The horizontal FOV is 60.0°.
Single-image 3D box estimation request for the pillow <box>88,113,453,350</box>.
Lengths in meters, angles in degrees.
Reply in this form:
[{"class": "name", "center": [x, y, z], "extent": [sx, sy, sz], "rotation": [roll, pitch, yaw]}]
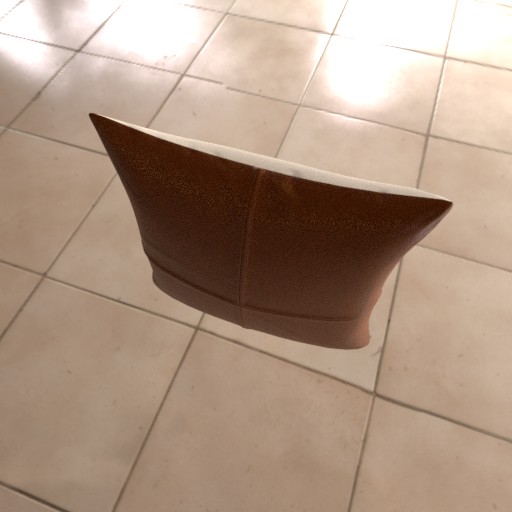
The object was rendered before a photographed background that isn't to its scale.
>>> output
[{"class": "pillow", "center": [0.000, 0.000, 0.773], "extent": [0.501, 0.477, 0.192], "rotation": [16, 59, 10]}]
